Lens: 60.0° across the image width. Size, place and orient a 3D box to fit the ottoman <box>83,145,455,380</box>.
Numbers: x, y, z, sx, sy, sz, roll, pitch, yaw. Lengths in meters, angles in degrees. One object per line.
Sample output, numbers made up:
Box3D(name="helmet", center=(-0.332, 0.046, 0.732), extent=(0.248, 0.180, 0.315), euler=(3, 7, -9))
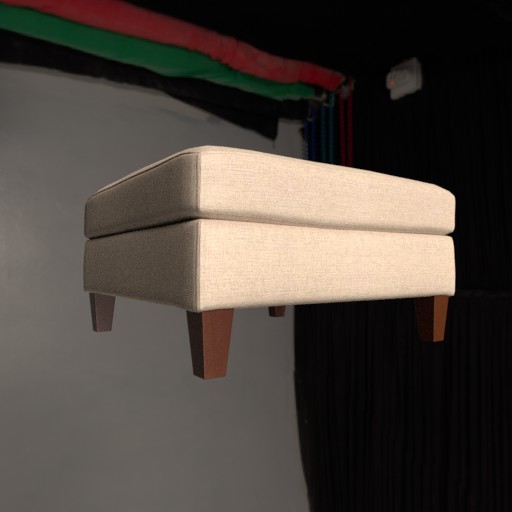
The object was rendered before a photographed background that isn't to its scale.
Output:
Box3D(name="ottoman", center=(0.000, 0.000, 1.356), extent=(0.838, 0.481, 0.838), euler=(1, -2, -35))
